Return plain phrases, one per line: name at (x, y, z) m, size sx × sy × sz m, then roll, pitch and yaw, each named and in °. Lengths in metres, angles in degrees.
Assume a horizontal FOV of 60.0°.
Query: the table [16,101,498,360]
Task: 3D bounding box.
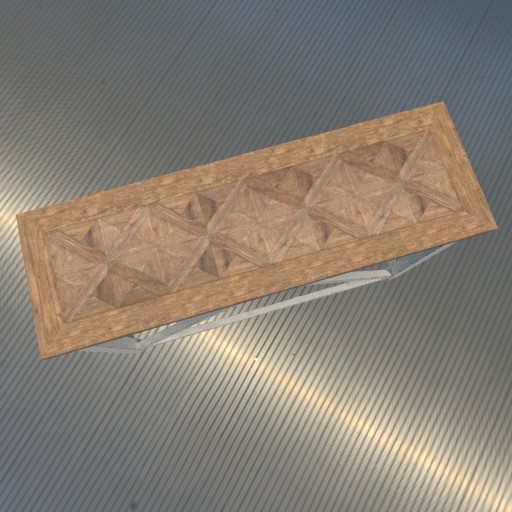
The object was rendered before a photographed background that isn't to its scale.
table at (0.000, 0.000, 1.801) m, size 1.400 × 0.930 × 0.450 m, roll -16°, pitch 77°, yaw -4°
